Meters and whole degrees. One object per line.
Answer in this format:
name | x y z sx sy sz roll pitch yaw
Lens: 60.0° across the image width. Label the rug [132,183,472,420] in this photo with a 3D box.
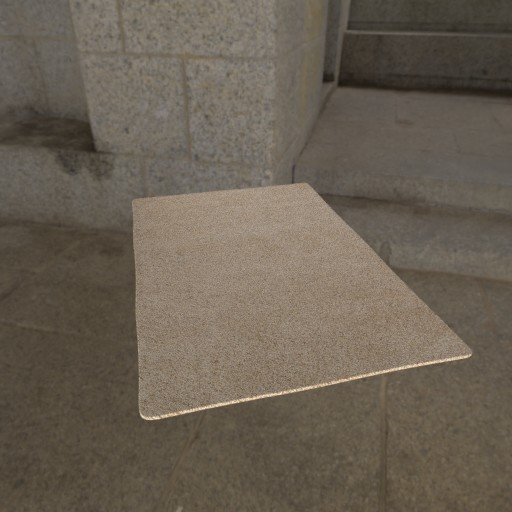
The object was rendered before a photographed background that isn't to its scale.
rug | 0.000 0.000 3.377 1.801 0.024 2.700 -7 31 -12
